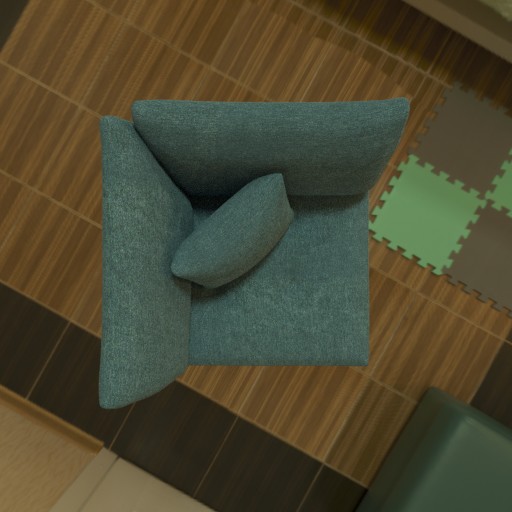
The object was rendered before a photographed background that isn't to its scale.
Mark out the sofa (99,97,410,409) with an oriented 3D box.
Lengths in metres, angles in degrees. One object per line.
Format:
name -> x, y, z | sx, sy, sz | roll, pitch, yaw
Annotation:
sofa -> 0.000, 0.000, 1.775 | 1.000, 0.820, 1.000 | 0, 90, 1
